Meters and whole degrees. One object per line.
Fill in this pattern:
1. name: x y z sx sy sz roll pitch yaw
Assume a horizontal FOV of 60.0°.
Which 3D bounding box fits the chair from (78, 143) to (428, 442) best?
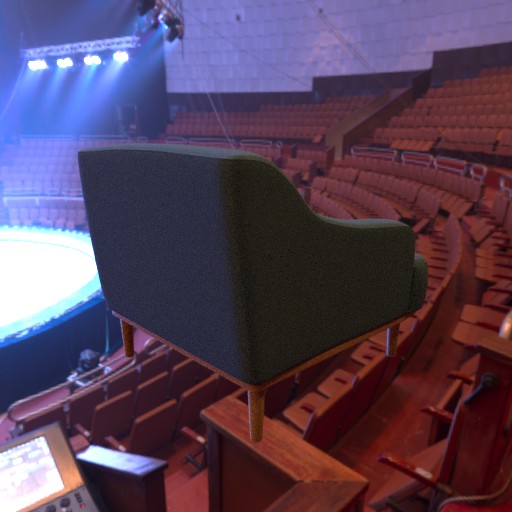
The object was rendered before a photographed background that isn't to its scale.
1. chair: 0.000 0.000 1.649 0.951 0.818 0.946 -14 21 -43
